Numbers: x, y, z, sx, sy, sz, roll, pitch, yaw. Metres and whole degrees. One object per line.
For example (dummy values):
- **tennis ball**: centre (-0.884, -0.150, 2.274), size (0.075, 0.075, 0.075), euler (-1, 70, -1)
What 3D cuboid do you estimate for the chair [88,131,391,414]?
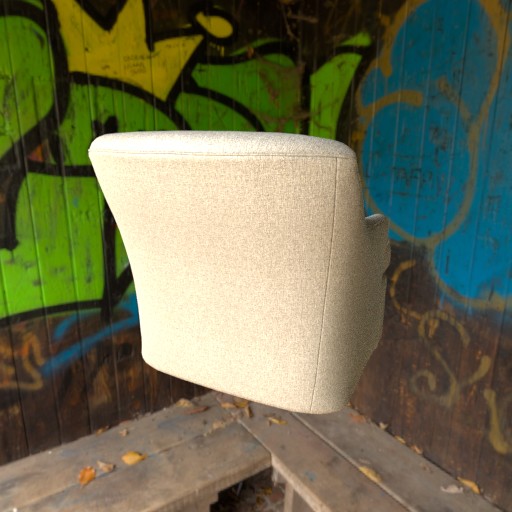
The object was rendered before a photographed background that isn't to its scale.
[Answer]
- **chair**: centre (0.000, 0.000, 1.584), size (0.864, 0.856, 0.923), euler (8, 17, 27)
